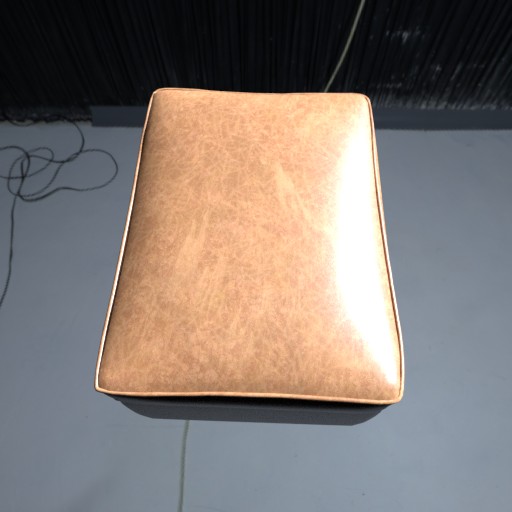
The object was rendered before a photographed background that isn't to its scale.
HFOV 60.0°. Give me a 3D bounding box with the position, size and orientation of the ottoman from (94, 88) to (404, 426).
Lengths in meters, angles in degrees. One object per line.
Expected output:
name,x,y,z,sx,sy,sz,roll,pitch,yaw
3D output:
ottoman,0.000,0.000,1.088,0.554,0.468,0.756,2,62,1
